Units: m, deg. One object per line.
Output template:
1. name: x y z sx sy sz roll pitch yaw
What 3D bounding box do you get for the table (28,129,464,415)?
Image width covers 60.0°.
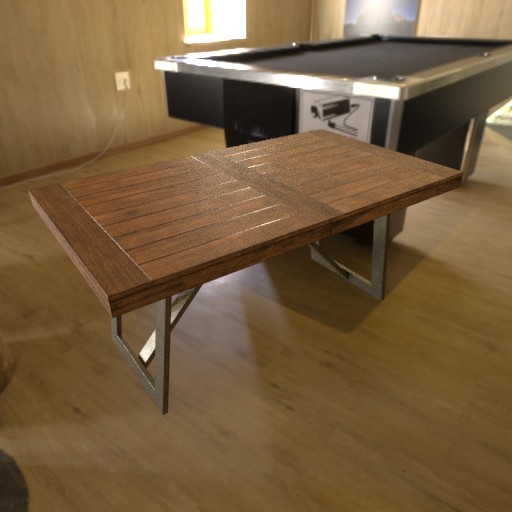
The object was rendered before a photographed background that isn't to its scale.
1. table: 0.000 0.000 2.103 1.641 0.757 0.931 -20 36 -30
